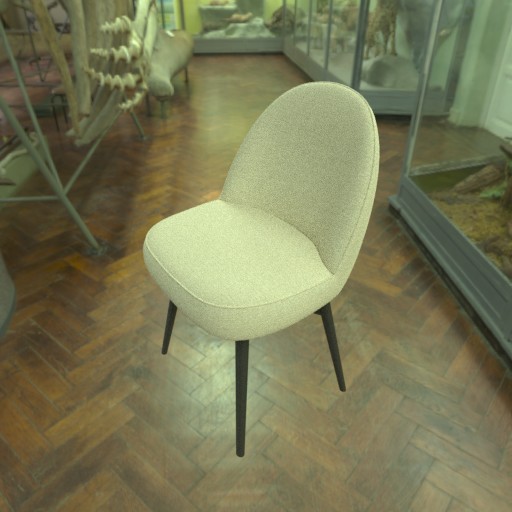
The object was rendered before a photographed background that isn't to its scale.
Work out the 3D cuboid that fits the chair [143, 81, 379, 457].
[{"bbox_3d":[0.000,0.000,1.207,0.540,0.838,0.532,-21,38,-29],"label":"chair"}]
